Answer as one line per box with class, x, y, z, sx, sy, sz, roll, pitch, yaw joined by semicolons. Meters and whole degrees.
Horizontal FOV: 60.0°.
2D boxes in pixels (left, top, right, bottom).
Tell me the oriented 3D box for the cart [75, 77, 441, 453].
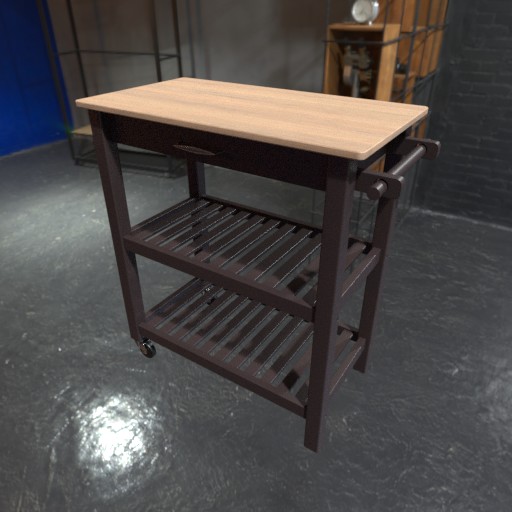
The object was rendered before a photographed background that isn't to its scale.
cart;0.000;0.000;1.405;0.899;0.927;0.457;19;36;28
